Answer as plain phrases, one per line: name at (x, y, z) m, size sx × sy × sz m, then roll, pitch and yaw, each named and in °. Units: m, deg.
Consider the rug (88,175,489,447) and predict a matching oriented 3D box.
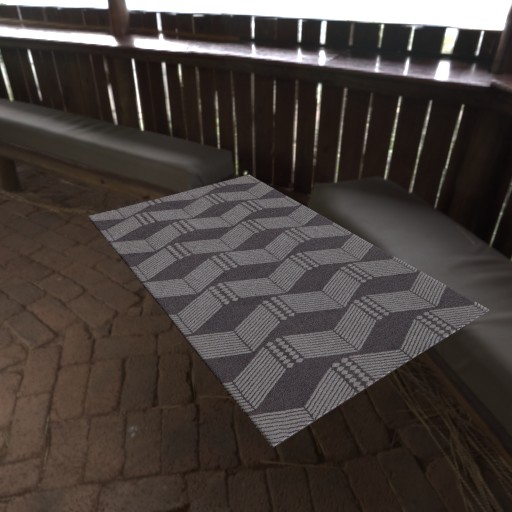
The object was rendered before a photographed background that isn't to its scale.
rug at (0.000, 0.000, 2.979) m, size 1.517 × 0.011 × 2.435 m, roll -20°, pitch 37°, yaw -29°
